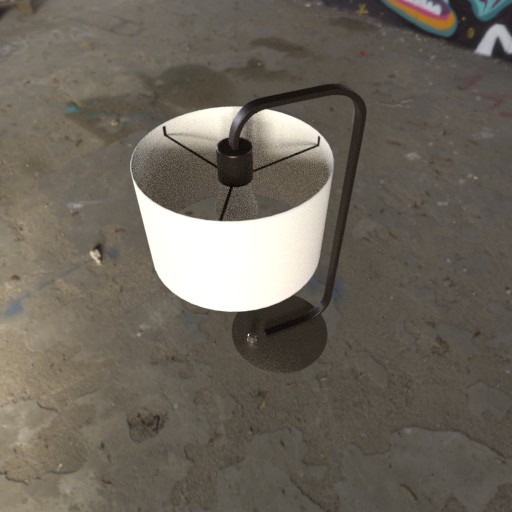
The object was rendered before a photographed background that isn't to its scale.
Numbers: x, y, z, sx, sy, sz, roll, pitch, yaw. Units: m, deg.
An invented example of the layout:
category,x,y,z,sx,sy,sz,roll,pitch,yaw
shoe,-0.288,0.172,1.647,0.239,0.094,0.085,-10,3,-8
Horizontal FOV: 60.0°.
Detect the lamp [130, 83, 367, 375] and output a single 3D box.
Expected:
category,x,y,z,sx,sy,sz,roll,pitch,yaw
lamp,0.000,0.000,0.643,0.288,0.473,0.230,-17,48,-16
